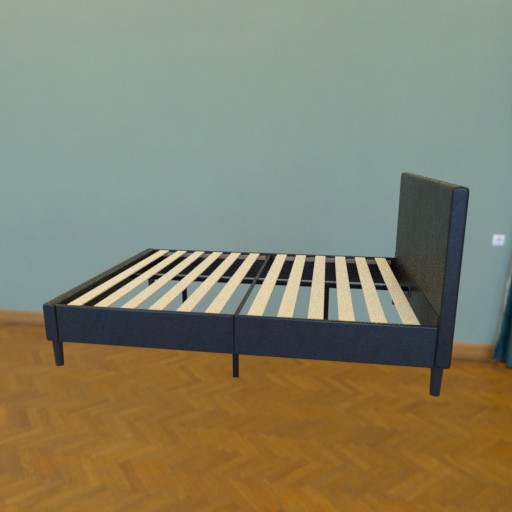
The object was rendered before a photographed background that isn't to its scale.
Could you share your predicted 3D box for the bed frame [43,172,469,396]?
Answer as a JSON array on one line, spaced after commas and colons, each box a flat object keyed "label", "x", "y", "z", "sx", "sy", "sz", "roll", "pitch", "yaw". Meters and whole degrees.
[{"label": "bed frame", "x": 0.000, "y": 0.000, "z": 2.947, "sx": 2.152, "sy": 1.046, "sz": 1.469, "roll": 2, "pitch": 13, "yaw": 9}]
